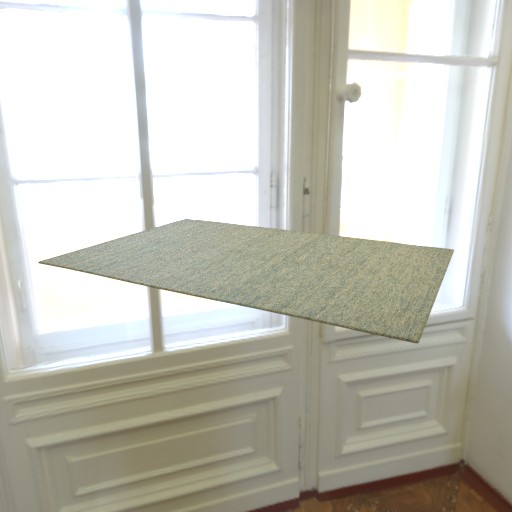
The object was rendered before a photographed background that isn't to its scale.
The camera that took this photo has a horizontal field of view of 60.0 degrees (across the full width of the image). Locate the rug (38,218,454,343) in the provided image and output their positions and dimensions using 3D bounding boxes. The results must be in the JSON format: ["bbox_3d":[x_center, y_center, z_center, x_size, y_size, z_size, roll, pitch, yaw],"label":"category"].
[{"bbox_3d":[0.000,0.000,2.924,2.283,0.013,1.547,9,18,27],"label":"rug"}]
